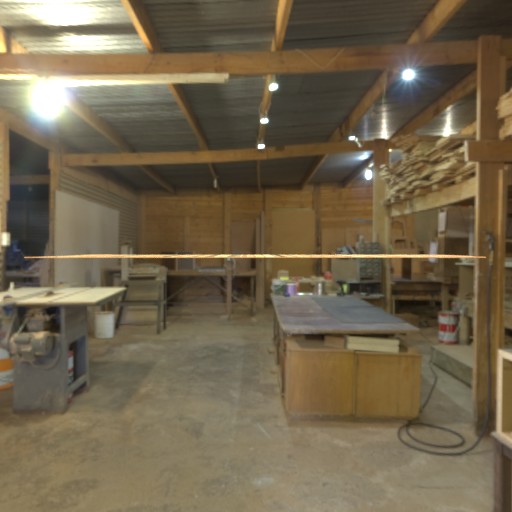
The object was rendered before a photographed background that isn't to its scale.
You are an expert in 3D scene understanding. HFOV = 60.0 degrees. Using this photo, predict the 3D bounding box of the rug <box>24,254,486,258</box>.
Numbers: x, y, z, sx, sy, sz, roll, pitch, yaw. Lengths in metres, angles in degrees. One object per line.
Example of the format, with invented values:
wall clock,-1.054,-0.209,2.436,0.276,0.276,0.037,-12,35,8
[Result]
rug,0.000,0.000,2.728,2.444,0.010,0.799,0,1,-1
